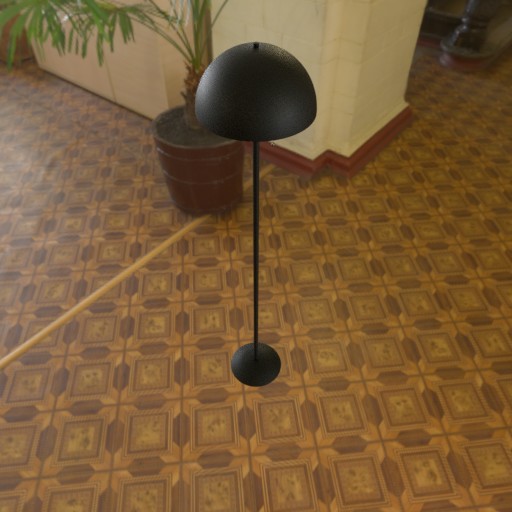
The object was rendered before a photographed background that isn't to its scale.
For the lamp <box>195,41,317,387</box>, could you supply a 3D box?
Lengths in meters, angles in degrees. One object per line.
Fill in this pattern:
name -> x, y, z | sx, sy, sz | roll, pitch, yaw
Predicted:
lamp -> 0.000, 0.000, 1.605 | 0.328, 1.480, 0.328 | -5, 46, -5
